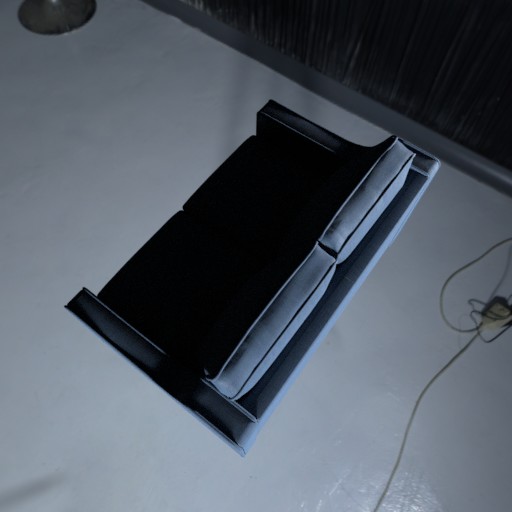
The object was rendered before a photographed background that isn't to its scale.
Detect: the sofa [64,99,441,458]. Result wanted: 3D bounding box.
[{"bbox_3d":[0.000,0.000,2.167,0.987,0.971,1.501,34,68,16],"label":"sofa"}]
